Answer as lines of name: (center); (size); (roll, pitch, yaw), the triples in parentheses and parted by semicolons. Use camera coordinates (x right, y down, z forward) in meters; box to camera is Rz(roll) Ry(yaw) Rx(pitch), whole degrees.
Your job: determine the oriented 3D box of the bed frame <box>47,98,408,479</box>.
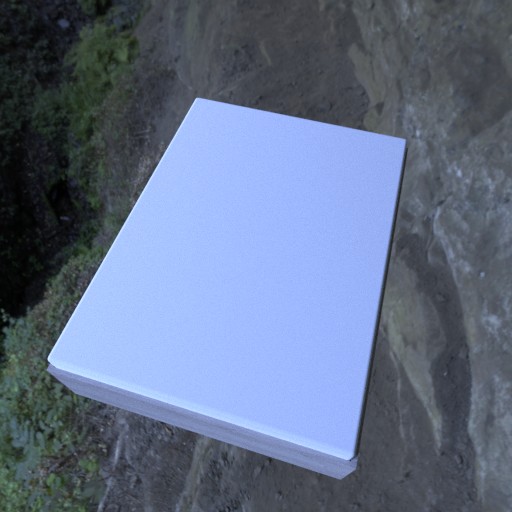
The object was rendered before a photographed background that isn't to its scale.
bed frame: (0.000, 0.000, 2.571); (1.448, 0.490, 1.944); (14, 59, 9)
